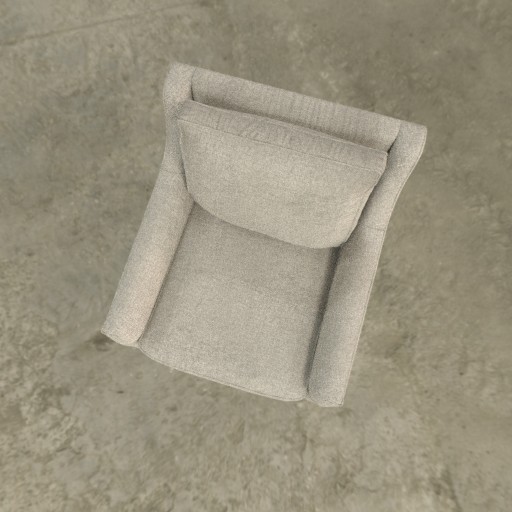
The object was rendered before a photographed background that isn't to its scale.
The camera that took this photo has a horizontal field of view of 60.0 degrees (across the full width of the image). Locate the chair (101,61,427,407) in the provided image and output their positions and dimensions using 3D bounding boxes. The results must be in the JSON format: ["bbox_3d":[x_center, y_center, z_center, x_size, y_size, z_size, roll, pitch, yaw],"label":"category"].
[{"bbox_3d":[0.000,0.000,1.590,0.838,0.864,0.918,16,76,4],"label":"chair"}]
